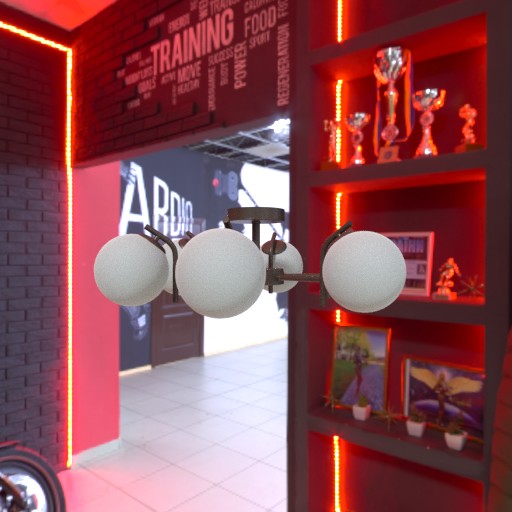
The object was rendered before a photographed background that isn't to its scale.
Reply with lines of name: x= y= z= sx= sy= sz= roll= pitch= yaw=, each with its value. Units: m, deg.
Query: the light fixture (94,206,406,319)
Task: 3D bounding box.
light fixture: x=0.000 y=0.000 z=0.963 sx=0.662 sy=0.201 sz=0.662 roll=0 pitch=0 yaw=0
